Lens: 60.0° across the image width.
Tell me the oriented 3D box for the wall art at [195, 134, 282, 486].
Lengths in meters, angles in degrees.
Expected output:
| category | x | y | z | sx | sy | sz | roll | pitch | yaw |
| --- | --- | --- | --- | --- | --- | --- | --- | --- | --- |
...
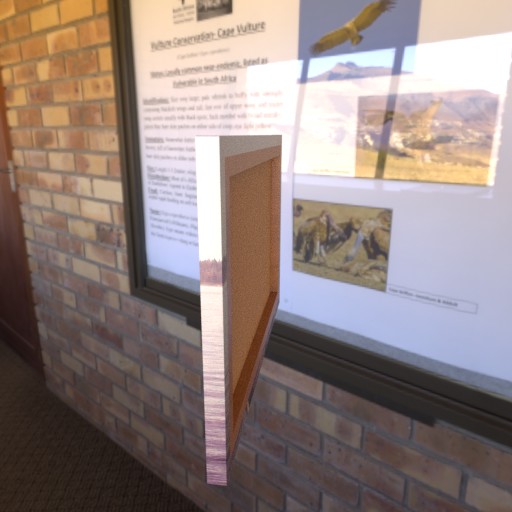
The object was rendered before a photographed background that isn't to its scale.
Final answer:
| category | x | y | z | sx | sy | sz | roll | pitch | yaw |
| --- | --- | --- | --- | --- | --- | --- | --- | --- | --- |
| wall art | 0.000 | 0.000 | 1.154 | 0.037 | 0.609 | 0.916 | 2 | 16 | 9 |
